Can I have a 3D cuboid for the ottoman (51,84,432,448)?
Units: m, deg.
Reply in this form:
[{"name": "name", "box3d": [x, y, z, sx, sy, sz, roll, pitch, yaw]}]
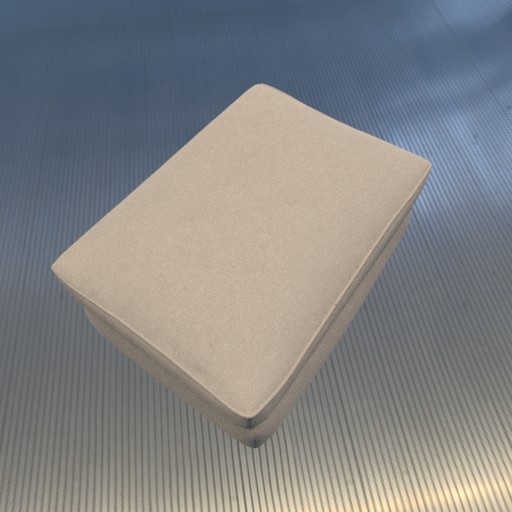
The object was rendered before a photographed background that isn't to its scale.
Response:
[{"name": "ottoman", "box3d": [0.000, 0.000, 0.998, 0.501, 0.456, 0.665, 32, 63, 18]}]
